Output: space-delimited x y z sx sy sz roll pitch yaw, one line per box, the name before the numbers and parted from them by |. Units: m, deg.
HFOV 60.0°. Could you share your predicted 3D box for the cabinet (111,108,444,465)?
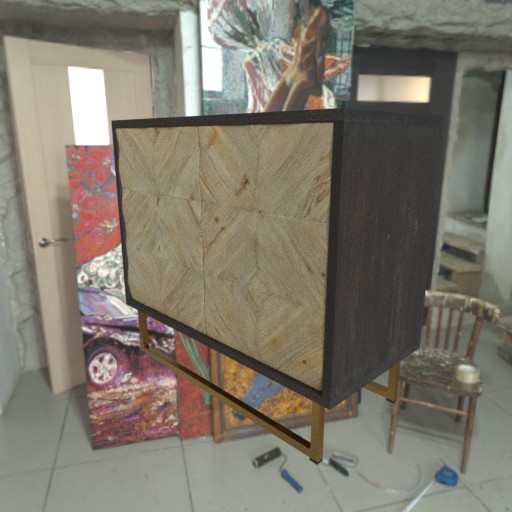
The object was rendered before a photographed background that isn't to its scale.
cabinet | 0.000 0.000 1.448 0.451 0.860 0.950 -14 21 -43
